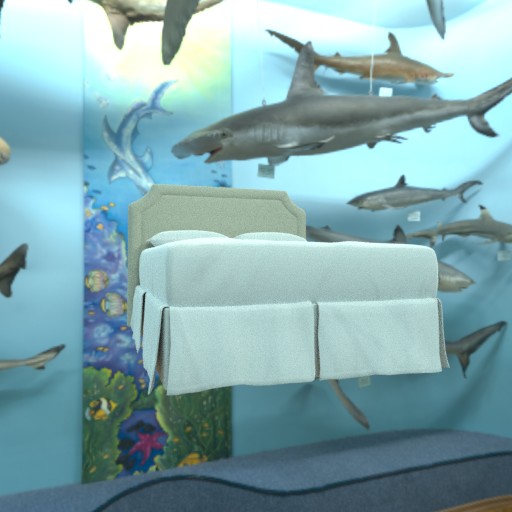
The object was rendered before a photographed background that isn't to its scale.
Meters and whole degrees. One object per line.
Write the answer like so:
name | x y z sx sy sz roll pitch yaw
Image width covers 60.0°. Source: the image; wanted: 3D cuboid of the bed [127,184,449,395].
bed | 0.000 0.000 3.171 1.693 1.290 2.116 0 -1 -18
